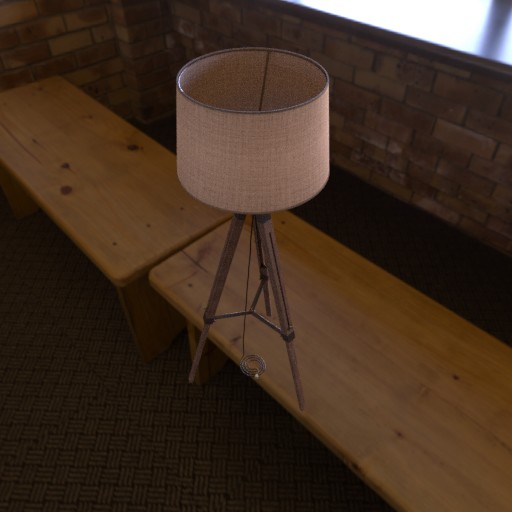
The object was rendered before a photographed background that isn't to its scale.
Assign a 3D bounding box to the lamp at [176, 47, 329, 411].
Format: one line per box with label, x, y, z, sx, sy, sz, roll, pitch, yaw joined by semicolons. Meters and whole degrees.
lamp;0.000;0.000;1.798;0.604;1.510;0.587;10;46;10
